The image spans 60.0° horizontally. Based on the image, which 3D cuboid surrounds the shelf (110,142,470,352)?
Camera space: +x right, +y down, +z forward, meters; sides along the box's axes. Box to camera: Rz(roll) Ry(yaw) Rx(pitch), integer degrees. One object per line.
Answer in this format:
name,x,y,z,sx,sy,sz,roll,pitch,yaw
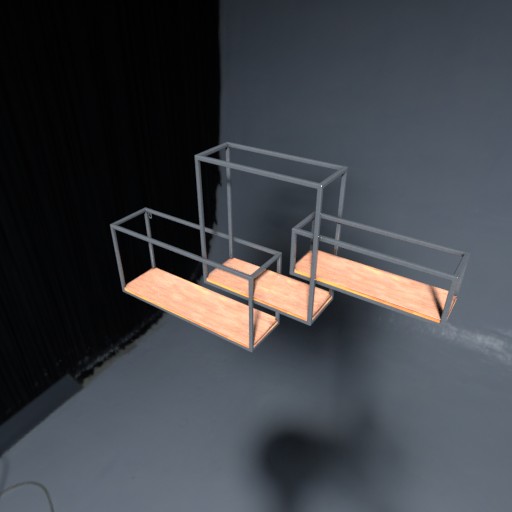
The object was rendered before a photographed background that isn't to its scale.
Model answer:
shelf,0.000,0.000,2.132,1.781,0.972,0.275,19,36,28
